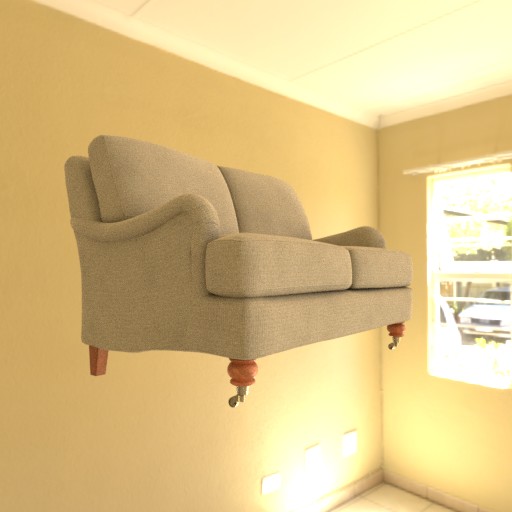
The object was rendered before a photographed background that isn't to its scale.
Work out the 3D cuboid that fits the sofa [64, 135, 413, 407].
[{"bbox_3d":[0.000,0.000,2.166,1.087,0.999,1.480,-2,-2,38],"label":"sofa"}]
